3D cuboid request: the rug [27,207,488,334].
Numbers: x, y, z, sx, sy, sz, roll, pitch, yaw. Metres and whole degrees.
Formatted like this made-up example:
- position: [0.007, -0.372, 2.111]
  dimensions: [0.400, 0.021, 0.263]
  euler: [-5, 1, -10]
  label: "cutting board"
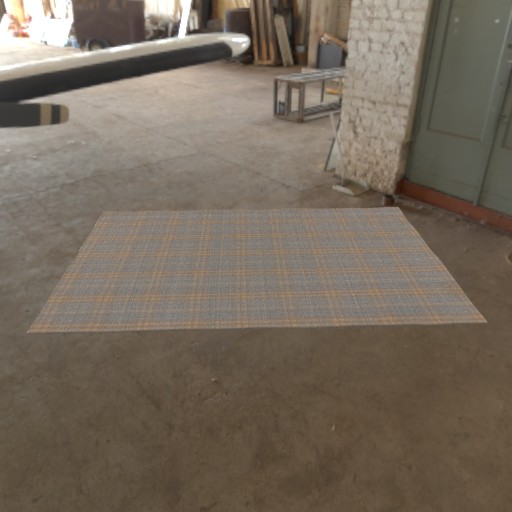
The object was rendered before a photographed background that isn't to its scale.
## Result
- position: [0.000, 0.000, 3.017]
  dimensions: [2.460, 0.016, 1.545]
  euler: [-1, 30, -2]
  label: "rug"
